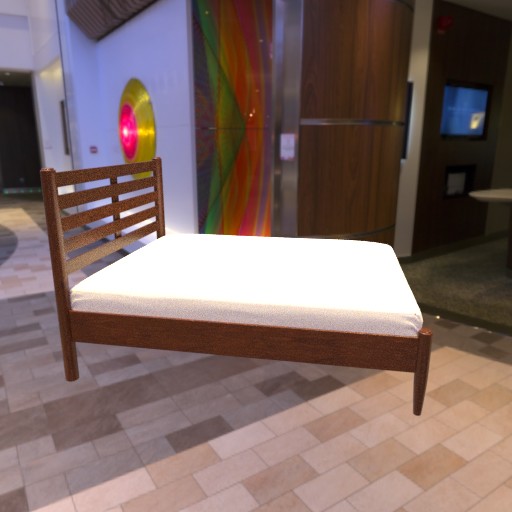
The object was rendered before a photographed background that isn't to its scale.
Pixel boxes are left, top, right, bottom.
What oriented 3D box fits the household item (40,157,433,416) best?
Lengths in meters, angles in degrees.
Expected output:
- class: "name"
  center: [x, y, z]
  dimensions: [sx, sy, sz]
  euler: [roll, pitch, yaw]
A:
- class: "household item"
  center: [0.000, 0.000, 3.288]
  dimensions: [2.232, 1.356, 1.663]
  euler: [3, 15, 10]
